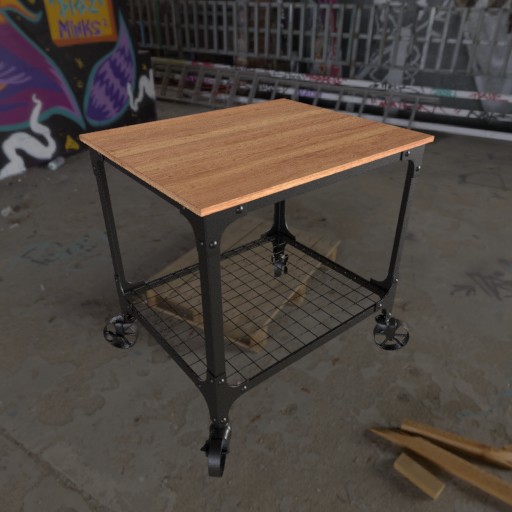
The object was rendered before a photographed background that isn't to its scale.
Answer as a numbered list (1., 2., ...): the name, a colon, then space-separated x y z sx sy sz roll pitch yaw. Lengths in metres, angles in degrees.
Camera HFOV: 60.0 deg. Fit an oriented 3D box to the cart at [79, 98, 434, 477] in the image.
1. cart: 0.000 0.000 1.104 0.666 0.603 0.558 -23 38 -32
